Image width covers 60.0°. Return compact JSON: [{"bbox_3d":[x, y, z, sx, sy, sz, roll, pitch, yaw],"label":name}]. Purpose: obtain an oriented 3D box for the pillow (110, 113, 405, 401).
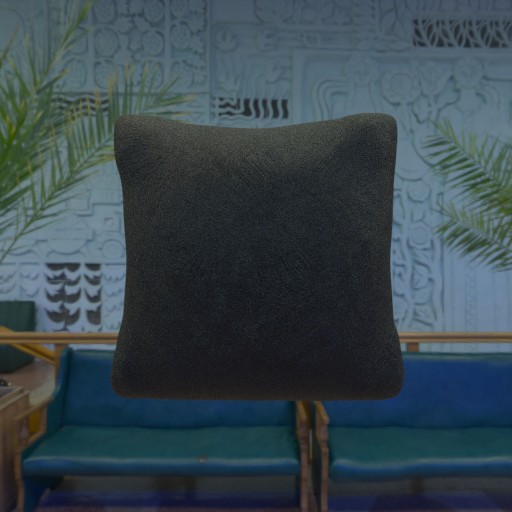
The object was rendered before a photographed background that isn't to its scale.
[{"bbox_3d":[0.000,0.000,0.805,0.533,0.523,0.210,0,-1,1],"label":"pillow"}]
